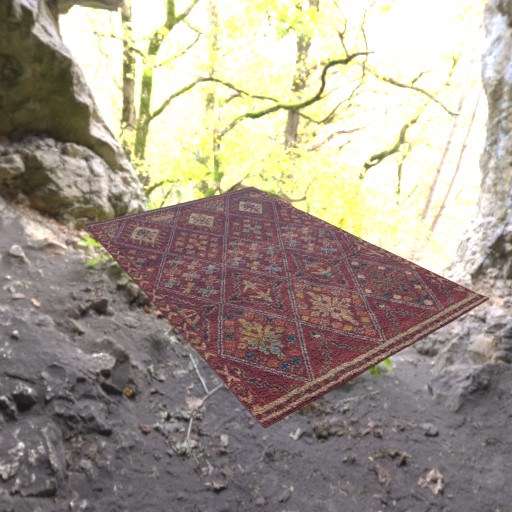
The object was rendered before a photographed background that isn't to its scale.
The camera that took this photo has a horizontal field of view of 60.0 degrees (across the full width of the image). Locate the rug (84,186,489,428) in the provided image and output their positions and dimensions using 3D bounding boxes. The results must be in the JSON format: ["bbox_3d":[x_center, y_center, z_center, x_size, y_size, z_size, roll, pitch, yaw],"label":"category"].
[{"bbox_3d":[0.000,0.000,2.854,1.521,0.026,2.286,-18,33,-31],"label":"rug"}]
